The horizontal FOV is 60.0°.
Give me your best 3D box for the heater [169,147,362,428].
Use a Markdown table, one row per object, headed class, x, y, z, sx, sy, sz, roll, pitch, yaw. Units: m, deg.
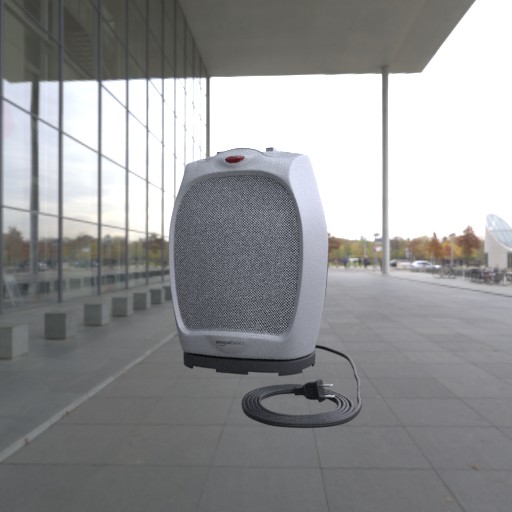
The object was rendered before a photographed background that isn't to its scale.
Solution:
| class | x | y | z | sx | sy | sz | roll | pitch | yaw |
| --- | --- | --- | --- | --- | --- | --- | --- | --- | --- |
| heater | 0.000 | 0.000 | 0.481 | 0.239 | 0.255 | 0.291 | 0 | 0 | 18 |
